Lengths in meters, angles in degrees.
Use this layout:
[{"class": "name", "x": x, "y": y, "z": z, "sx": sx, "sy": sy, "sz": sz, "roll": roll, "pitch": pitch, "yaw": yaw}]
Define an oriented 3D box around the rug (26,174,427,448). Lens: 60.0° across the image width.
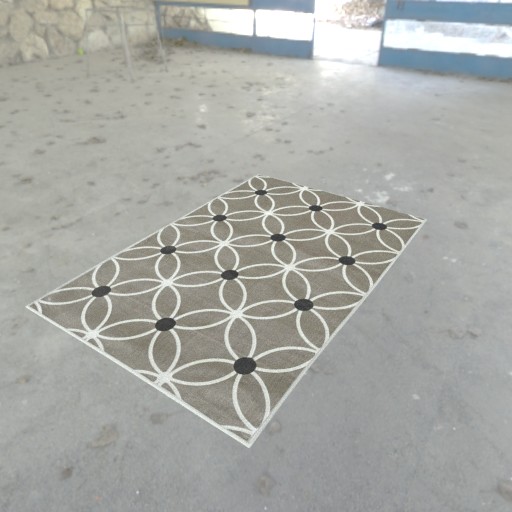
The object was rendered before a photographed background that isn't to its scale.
[{"class": "rug", "x": 0.000, "y": 0.000, "z": 2.866, "sx": 1.522, "sy": 0.008, "sz": 2.284, "roll": 20, "pitch": 38, "yaw": 28}]
